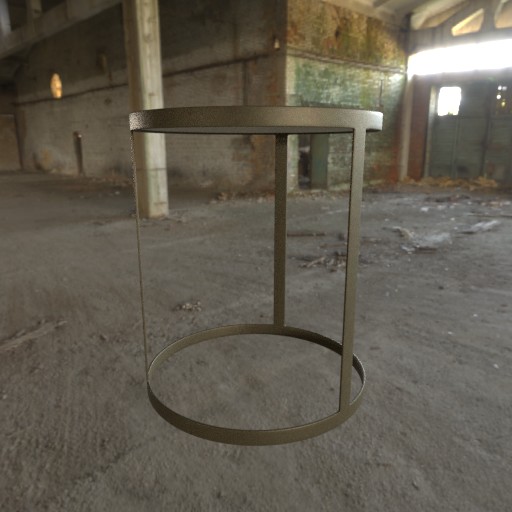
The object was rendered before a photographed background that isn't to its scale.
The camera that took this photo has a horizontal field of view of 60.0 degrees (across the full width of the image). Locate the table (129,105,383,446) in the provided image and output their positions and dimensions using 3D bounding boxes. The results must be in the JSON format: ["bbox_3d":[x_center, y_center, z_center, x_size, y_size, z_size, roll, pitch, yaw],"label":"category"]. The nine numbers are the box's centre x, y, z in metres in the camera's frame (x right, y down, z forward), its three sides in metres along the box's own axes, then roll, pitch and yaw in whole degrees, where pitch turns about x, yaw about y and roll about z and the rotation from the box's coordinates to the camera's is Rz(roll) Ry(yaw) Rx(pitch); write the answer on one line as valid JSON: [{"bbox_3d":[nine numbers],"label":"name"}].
[{"bbox_3d":[0.000,0.000,0.939,0.480,0.565,0.480,0,14,0],"label":"table"}]
